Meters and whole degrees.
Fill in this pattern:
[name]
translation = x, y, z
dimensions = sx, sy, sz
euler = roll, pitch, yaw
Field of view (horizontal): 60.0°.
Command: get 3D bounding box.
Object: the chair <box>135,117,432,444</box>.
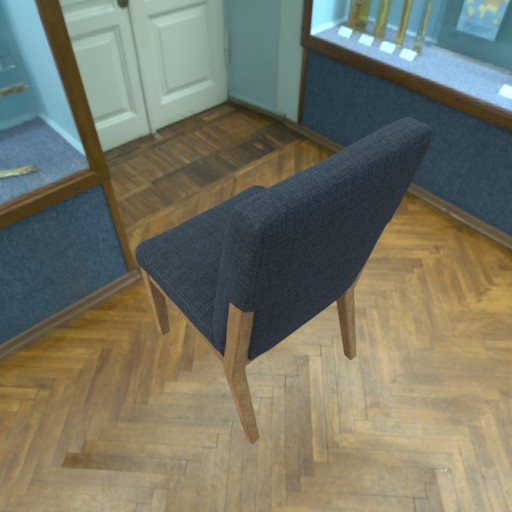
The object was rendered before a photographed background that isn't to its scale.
[chair]
translation = 0.000, 0.000, 1.266
dimensions = 0.507, 0.911, 0.586
euler = -31, 54, -27
